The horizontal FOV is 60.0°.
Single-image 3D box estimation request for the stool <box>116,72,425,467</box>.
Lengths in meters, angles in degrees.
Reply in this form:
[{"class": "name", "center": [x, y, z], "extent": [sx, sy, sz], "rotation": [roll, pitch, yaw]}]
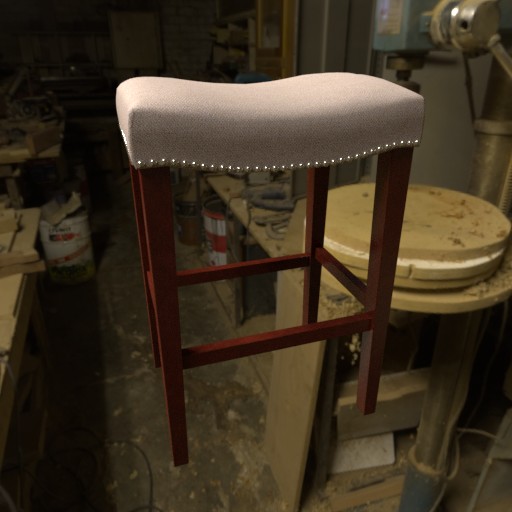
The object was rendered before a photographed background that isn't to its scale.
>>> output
[{"class": "stool", "center": [0.000, 0.000, 0.984], "extent": [0.504, 0.742, 0.372], "rotation": [-8, 27, -16]}]
